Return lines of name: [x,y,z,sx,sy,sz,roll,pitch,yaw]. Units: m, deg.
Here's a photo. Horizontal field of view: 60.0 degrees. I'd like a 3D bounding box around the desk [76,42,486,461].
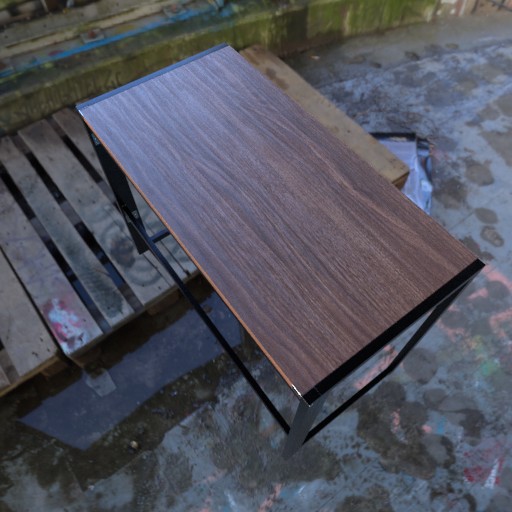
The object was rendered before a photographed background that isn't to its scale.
desk: [0.000,0.000,1.427,0.508,0.762,1.016,-32,64,-18]
